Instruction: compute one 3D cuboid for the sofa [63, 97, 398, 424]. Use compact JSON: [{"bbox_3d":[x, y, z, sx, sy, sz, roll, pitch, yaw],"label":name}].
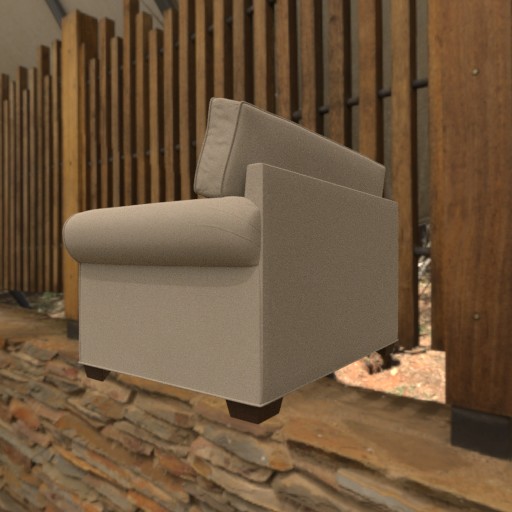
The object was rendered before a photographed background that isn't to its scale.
[{"bbox_3d":[0.000,0.000,2.068,0.937,1.006,1.405,0,0,36],"label":"sofa"}]
